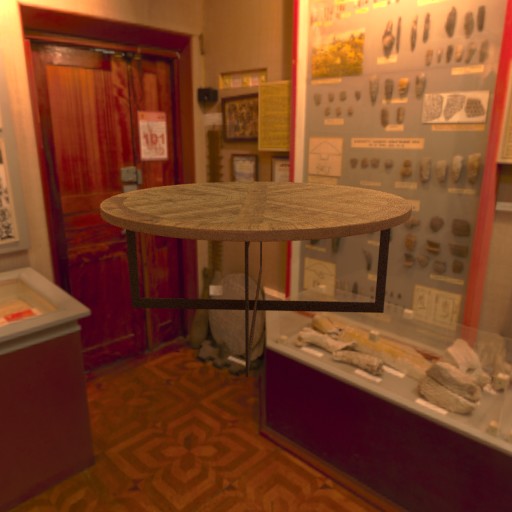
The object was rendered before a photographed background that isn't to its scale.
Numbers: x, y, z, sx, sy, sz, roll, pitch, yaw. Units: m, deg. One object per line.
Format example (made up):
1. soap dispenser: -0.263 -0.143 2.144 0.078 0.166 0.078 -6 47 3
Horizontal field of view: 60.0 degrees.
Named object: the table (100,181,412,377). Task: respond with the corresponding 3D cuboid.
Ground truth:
1. table: 0.000 0.000 1.964 1.264 0.516 1.264 0 16 0
